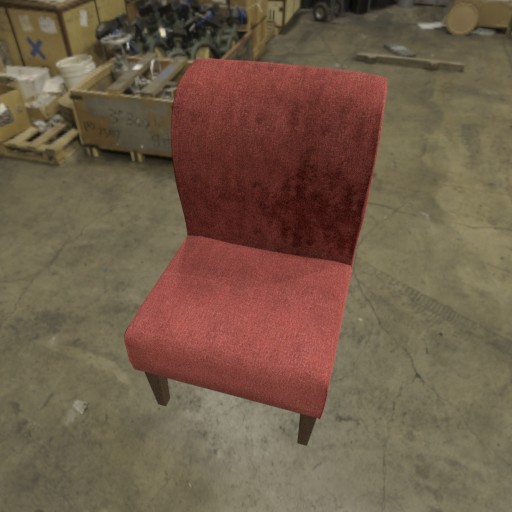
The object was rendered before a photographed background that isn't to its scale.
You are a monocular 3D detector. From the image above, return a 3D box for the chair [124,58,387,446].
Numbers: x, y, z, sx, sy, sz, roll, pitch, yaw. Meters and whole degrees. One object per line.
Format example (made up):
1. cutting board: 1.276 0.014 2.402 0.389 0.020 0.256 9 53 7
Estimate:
1. chair: 0.000 0.000 1.233 0.538 0.846 0.640 11 43 12
